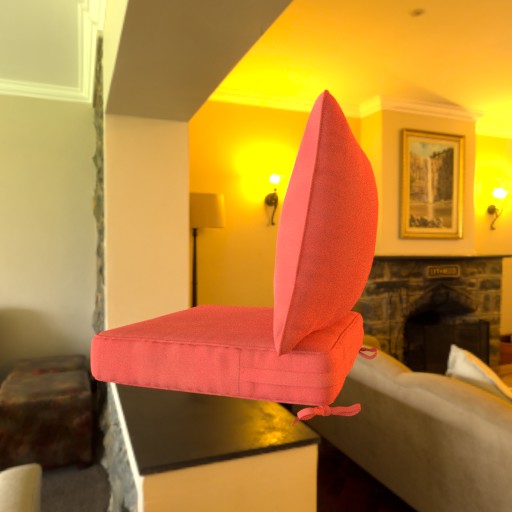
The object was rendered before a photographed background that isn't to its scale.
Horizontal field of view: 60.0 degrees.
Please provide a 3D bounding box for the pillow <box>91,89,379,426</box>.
[{"bbox_3d":[0.000,0.000,1.381,0.733,0.725,0.798,0,1,19],"label":"pillow"}]
